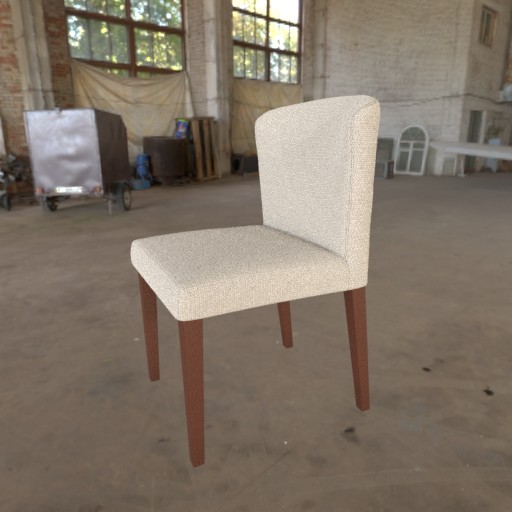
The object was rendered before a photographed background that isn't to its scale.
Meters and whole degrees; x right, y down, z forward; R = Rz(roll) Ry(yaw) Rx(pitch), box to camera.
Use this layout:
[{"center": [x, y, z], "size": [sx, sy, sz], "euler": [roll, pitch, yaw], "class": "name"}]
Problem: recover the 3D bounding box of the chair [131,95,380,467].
[{"center": [0.000, 0.000, 1.208], "size": [0.589, 0.839, 0.491], "euler": [-8, 17, -25], "class": "chair"}]
